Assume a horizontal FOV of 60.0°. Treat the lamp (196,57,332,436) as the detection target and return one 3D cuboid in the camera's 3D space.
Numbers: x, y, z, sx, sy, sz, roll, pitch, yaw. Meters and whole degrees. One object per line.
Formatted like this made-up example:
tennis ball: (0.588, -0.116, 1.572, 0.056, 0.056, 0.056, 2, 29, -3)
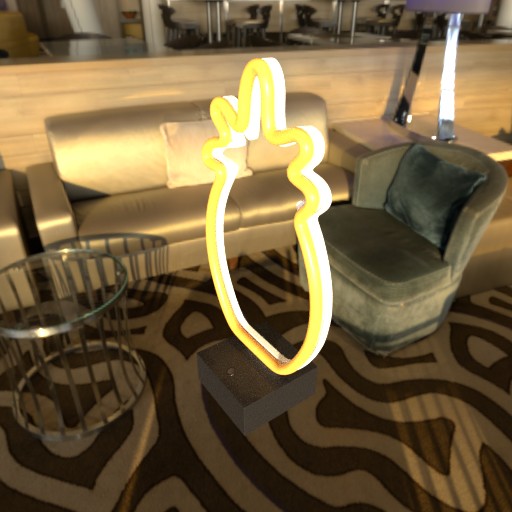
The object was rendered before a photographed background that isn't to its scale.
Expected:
lamp: (0.000, 0.000, 0.386, 0.088, 0.317, 0.167, -20, 35, -30)
